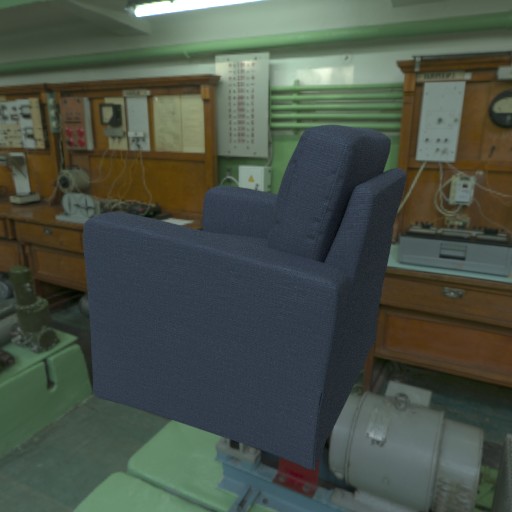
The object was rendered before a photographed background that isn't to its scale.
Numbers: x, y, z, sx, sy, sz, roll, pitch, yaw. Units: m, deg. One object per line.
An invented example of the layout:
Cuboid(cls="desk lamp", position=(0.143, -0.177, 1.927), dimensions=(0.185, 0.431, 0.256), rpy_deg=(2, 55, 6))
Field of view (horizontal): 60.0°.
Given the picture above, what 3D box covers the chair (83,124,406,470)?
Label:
Cuboid(cls="chair", position=(0.000, 0.000, 1.503), dimensions=(0.863, 0.855, 0.798), rpy_deg=(8, 18, 24))
